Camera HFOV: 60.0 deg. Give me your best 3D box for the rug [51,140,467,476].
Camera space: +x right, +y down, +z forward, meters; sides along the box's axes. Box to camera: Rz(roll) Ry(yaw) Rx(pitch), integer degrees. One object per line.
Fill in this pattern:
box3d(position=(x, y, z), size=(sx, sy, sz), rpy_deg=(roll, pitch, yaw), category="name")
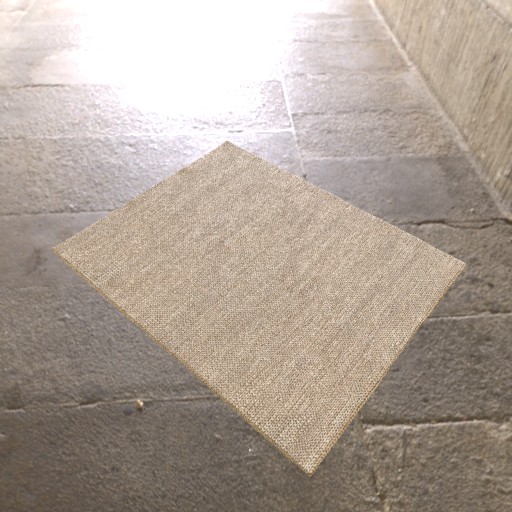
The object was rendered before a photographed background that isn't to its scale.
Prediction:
box3d(position=(0.000, 0.000, 4.132), size=(3.052, 0.030, 2.429), rpy_deg=(33, 56, 26), category="rug")
